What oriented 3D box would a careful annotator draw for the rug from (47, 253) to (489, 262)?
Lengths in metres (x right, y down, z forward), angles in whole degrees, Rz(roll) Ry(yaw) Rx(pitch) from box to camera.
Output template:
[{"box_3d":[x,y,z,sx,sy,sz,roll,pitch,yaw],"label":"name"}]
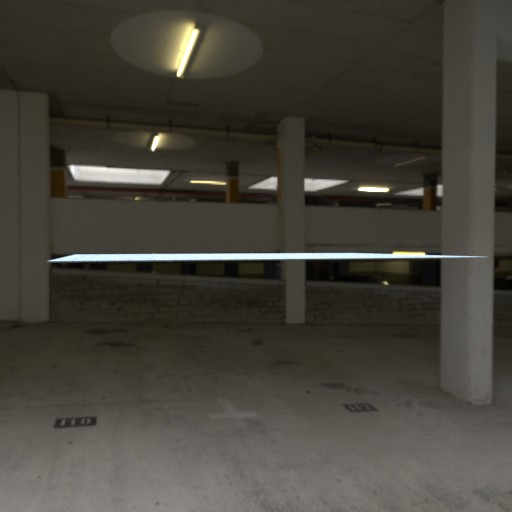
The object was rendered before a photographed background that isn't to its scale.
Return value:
[{"box_3d":[0.000,0.000,2.880,2.286,0.006,1.522,0,1,-18],"label":"rug"}]
